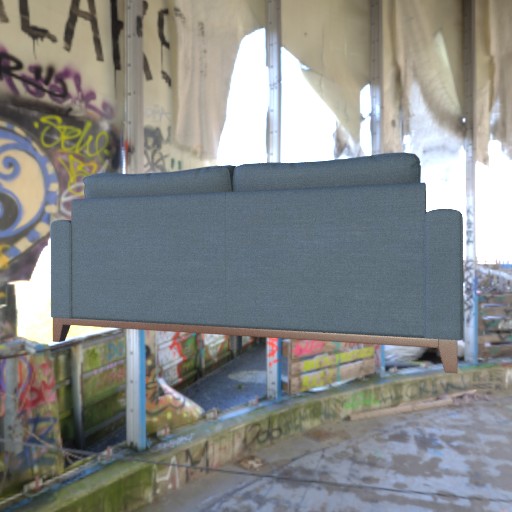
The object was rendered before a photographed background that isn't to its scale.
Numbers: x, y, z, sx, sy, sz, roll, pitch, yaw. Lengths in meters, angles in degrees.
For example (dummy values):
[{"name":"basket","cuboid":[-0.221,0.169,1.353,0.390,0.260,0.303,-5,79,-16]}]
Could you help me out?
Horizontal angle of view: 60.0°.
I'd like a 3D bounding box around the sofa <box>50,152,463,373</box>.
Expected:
[{"name":"sofa","cuboid":[0.000,0.000,2.339,1.900,0.865,0.877,0,0,19]}]
